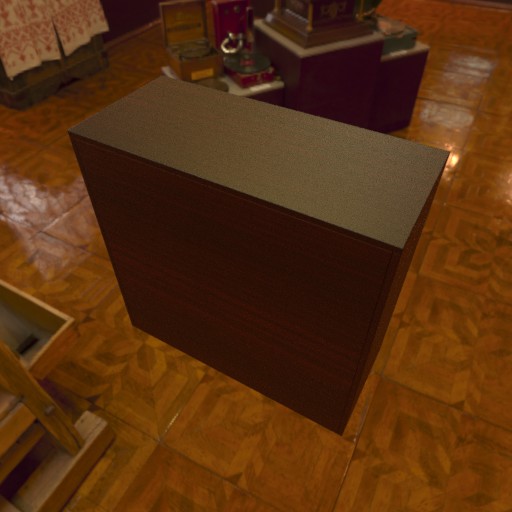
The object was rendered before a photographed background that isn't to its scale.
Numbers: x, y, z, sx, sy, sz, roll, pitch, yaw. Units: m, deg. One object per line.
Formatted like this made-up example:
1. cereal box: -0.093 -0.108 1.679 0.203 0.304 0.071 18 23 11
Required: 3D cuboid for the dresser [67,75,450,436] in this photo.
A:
1. dresser: 0.000 0.000 1.206 0.750 0.720 0.360 22 49 21
